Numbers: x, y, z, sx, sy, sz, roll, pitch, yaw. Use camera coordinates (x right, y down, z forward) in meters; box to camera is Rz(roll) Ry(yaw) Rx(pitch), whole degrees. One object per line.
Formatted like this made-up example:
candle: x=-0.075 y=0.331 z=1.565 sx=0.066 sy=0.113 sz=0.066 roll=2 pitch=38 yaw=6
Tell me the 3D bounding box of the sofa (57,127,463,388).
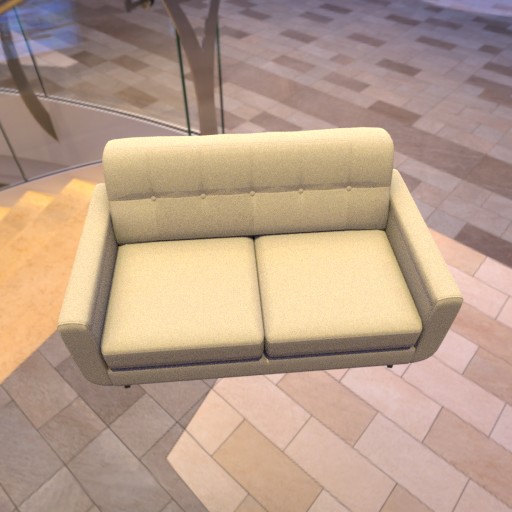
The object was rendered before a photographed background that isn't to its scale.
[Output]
sofa: x=0.000 y=0.000 z=2.209 sx=1.655 sy=0.892 sz=0.980 roll=-3 pitch=47 yaw=-3
